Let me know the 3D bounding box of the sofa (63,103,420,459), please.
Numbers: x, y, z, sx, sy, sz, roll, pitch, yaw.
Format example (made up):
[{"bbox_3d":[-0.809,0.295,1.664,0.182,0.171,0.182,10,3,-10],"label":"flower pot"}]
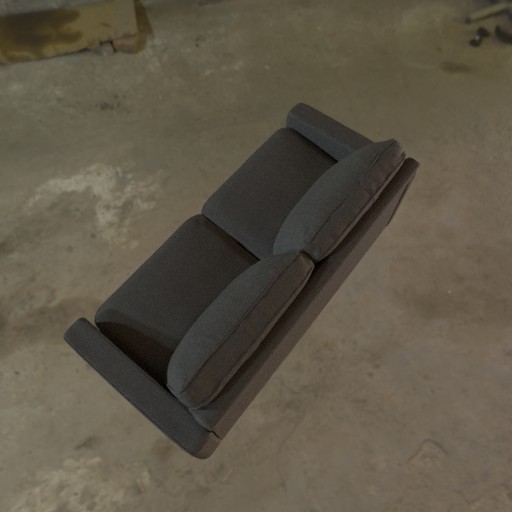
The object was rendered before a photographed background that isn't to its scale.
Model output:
[{"bbox_3d":[0.000,0.000,2.595,0.940,0.919,2.080,35,69,16],"label":"sofa"}]
